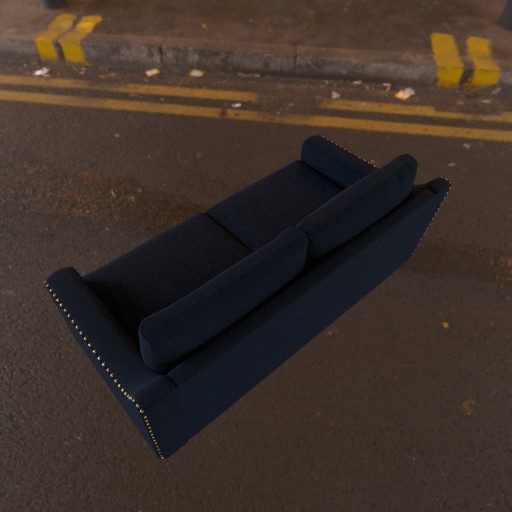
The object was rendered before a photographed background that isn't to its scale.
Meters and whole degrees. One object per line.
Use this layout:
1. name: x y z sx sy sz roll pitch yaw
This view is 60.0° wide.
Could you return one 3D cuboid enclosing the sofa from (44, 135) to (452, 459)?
1. sofa: 0.000 0.000 2.649 2.107 0.983 1.104 -33 56 -26
